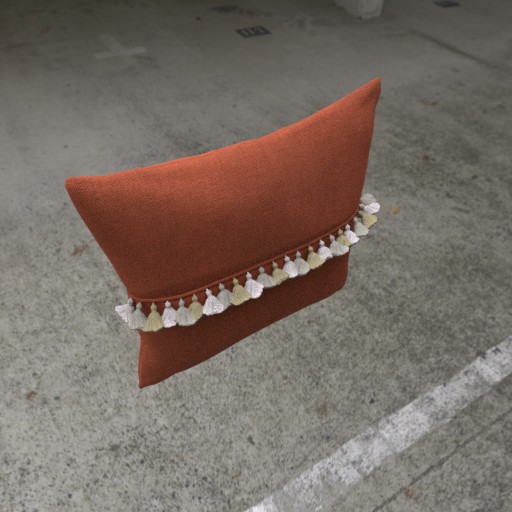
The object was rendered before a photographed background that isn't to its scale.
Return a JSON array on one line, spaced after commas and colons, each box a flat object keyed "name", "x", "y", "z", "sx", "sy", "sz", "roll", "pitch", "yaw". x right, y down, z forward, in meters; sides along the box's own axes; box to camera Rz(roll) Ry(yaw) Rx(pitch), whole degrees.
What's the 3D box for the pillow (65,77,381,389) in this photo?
[{"name": "pillow", "x": 0.000, "y": 0.000, "z": 0.733, "sx": 0.490, "sy": 0.482, "sz": 0.165, "roll": -24, "pitch": 51, "yaw": -21}]
